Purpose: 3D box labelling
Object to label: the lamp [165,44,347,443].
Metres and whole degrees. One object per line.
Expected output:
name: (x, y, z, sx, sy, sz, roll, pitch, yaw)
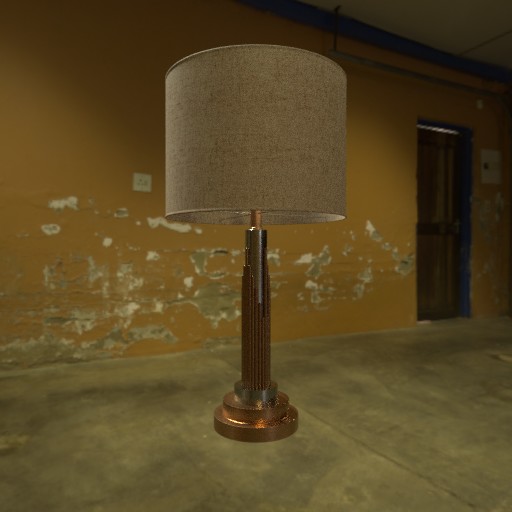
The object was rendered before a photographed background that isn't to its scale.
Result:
lamp: (0.000, 0.000, 0.800, 0.321, 0.610, 0.321, 0, 0, 18)
